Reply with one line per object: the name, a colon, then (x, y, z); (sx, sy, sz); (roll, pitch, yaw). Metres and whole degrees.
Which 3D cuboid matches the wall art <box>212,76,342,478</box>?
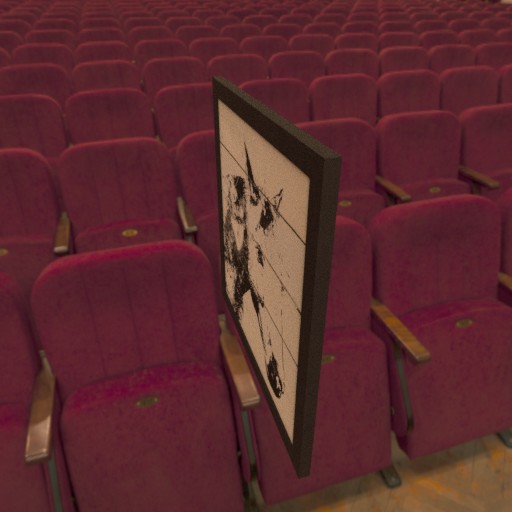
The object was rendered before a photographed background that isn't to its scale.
wall art: (0.000, 0.000, 1.530); (0.038, 1.016, 1.016); (-9, 32, -15)
